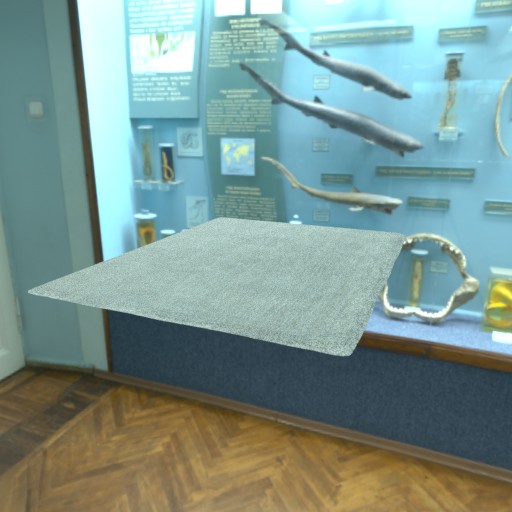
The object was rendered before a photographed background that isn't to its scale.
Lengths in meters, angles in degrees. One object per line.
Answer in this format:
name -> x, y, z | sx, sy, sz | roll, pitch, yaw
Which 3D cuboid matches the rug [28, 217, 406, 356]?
rug -> 0.000, 0.000, 3.972 | 2.332, 0.027, 2.933 | 7, 18, 23
